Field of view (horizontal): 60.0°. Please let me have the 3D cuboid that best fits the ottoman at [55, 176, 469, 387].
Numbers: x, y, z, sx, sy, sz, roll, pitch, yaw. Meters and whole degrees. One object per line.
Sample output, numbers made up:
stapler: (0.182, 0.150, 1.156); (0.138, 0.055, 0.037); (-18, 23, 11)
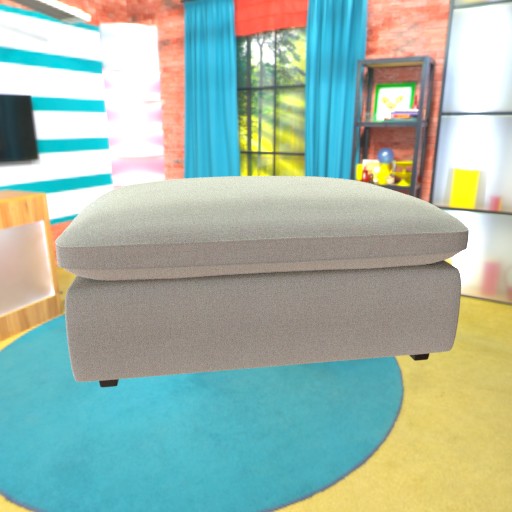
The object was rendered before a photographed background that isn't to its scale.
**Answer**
ottoman: (0.000, 0.000, 1.341); (0.984, 0.453, 0.686); (-3, 17, -9)
